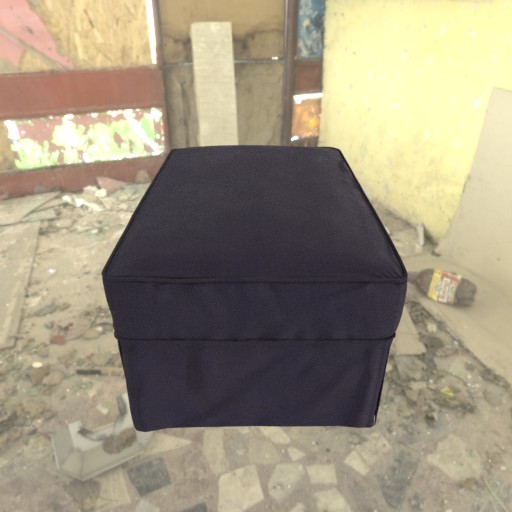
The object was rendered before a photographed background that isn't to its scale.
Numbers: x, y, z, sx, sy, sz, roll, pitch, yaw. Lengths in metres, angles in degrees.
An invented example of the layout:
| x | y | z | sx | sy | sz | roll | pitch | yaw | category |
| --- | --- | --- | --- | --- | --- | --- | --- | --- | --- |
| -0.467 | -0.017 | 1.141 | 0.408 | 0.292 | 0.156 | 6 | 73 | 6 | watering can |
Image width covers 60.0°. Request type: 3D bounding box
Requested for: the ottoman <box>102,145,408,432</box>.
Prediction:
| x | y | z | sx | sy | sz | roll | pitch | yaw | category |
| --- | --- | --- | --- | --- | --- | --- | --- | --- | --- |
| 0.000 | 0.000 | 1.347 | 0.637 | 0.503 | 0.938 | 0 | 30 | 0 | ottoman |
